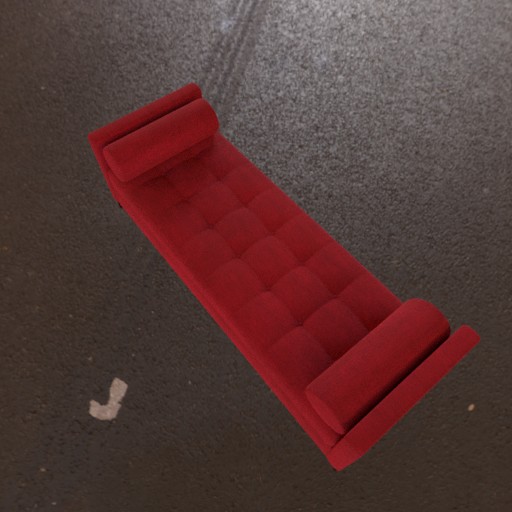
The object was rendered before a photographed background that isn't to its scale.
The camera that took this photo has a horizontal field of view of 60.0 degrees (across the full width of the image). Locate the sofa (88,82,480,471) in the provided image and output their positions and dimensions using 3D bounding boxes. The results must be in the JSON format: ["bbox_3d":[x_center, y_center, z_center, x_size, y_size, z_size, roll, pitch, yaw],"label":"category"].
[{"bbox_3d":[0.000,0.000,2.272,0.686,0.635,1.981,-35,65,-19],"label":"sofa"}]
